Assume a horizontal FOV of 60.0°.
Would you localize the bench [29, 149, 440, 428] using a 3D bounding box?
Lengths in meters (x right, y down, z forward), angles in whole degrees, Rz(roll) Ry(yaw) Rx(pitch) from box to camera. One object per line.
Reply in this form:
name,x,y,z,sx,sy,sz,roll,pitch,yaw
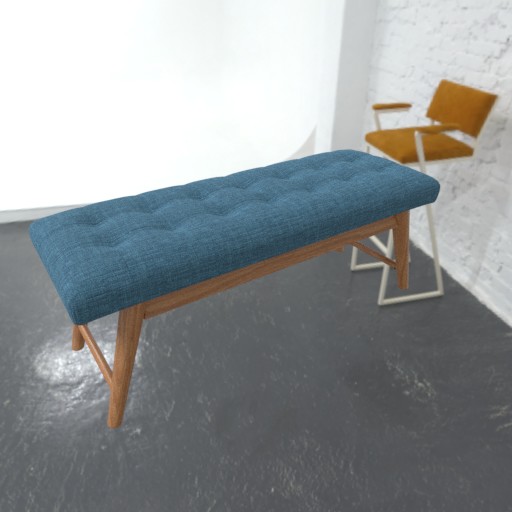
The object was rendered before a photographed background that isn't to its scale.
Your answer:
bench,0.000,0.000,1.325,1.118,0.432,0.406,-19,35,-29
